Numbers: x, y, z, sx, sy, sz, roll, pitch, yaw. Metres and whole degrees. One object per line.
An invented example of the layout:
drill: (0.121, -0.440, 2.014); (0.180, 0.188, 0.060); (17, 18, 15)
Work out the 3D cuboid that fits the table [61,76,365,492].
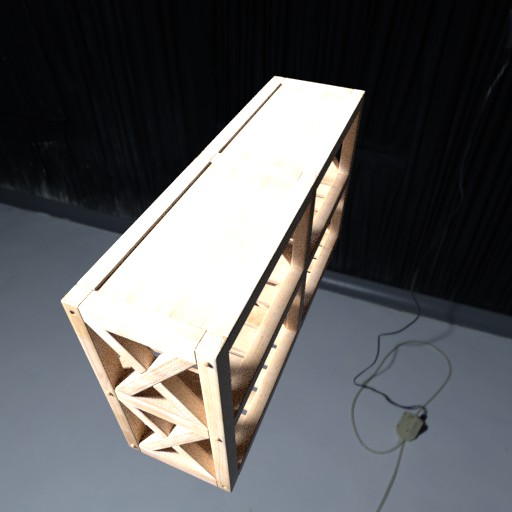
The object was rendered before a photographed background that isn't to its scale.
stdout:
table: (0.000, 0.000, 1.611); (0.381, 0.762, 1.320); (16, 46, 16)
